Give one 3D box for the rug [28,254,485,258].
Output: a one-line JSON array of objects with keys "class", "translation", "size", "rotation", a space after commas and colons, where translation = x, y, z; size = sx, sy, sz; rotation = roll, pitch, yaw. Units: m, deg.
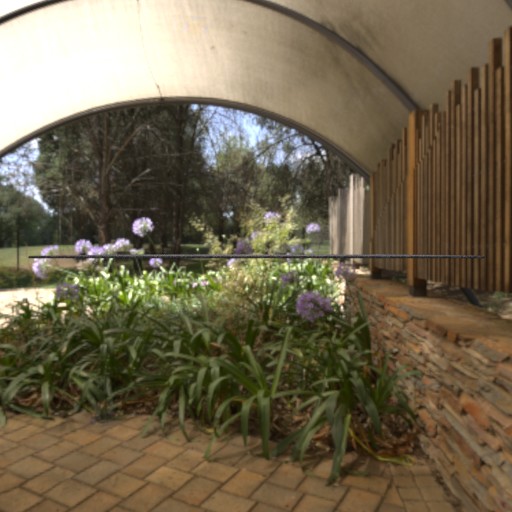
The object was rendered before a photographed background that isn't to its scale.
[{"class": "rug", "translation": [0.000, 0.000, 2.257], "size": [1.754, 0.010, 1.139], "rotation": [0, 0, 0]}]
